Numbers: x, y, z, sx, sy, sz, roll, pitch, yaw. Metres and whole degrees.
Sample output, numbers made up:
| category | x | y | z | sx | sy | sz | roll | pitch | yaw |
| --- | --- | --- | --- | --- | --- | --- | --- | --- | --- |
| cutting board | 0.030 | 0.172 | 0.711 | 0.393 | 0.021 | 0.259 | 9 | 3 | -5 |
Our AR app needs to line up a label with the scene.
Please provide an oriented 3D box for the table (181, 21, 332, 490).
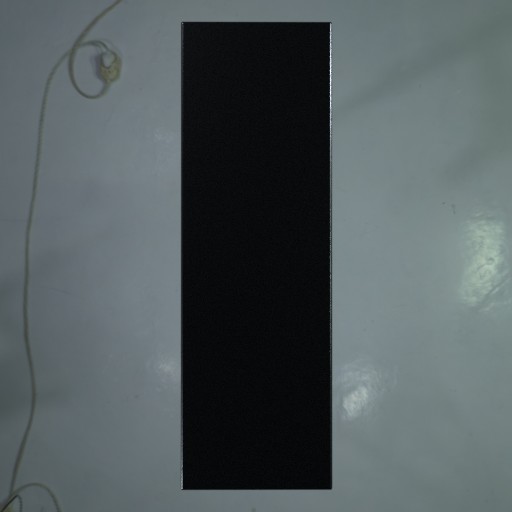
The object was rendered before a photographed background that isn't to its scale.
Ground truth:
| category | x | y | z | sx | sy | sz | roll | pitch | yaw |
| --- | --- | --- | --- | --- | --- | --- | --- | --- | --- |
| table | 0.000 | 0.000 | 1.530 | 0.386 | 0.819 | 1.191 | 0 | 90 | 0 |
